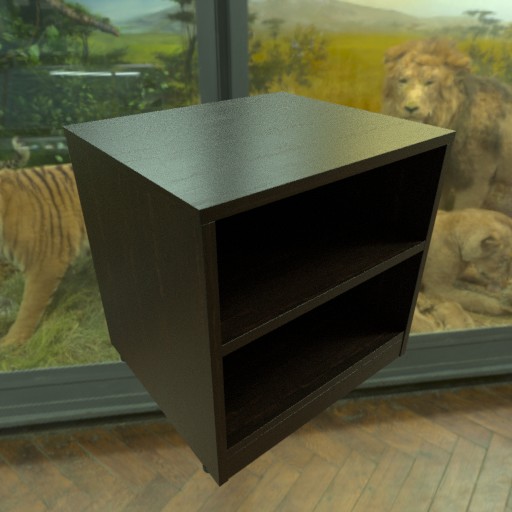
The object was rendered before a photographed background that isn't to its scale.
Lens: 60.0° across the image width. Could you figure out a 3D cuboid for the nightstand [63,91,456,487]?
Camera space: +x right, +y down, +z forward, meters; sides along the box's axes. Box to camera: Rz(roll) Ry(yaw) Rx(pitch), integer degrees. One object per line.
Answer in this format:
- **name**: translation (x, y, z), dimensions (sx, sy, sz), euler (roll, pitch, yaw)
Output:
- **nightstand**: translation (0.000, 0.000, 0.853), dimensions (0.489, 0.487, 0.427), euler (-22, 37, -32)
